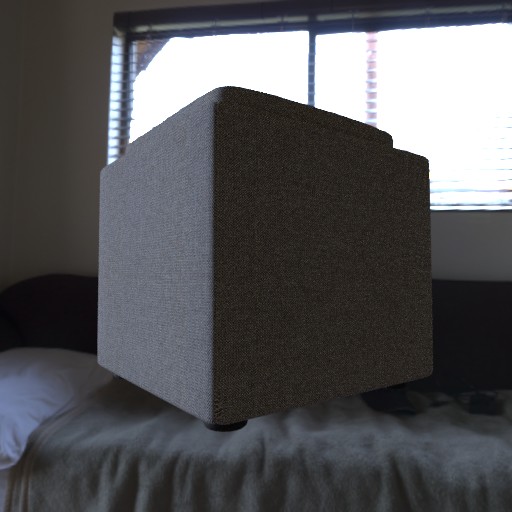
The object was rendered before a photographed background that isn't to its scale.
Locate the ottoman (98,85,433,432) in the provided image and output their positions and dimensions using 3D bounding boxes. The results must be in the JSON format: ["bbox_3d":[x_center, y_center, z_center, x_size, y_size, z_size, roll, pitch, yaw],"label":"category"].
[{"bbox_3d":[0.000,0.000,0.824,0.450,0.460,0.450,2,-3,-36],"label":"ottoman"}]
